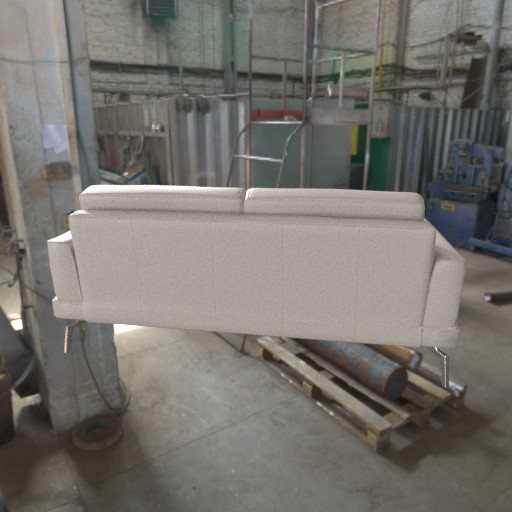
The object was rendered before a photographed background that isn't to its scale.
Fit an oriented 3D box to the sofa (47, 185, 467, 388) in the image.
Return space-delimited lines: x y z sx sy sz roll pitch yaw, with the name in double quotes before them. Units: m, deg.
"sofa" 0.000 0.000 2.717 2.177 0.930 1.121 3 17 9
